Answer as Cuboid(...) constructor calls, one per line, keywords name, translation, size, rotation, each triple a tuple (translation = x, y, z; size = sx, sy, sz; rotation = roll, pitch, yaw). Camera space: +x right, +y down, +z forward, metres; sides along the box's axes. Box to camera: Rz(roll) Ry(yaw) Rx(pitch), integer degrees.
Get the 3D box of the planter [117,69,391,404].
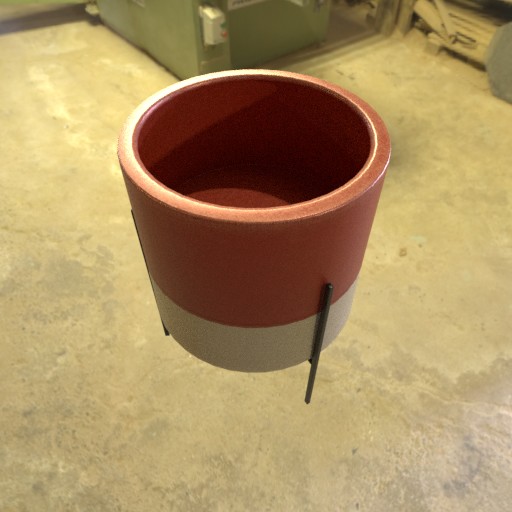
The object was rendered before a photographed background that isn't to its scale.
Cuboid(name="planter", translation=(0.000, 0.000, 0.729), size=(0.345, 0.465, 0.354), rotation=(-25, 52, -21))
